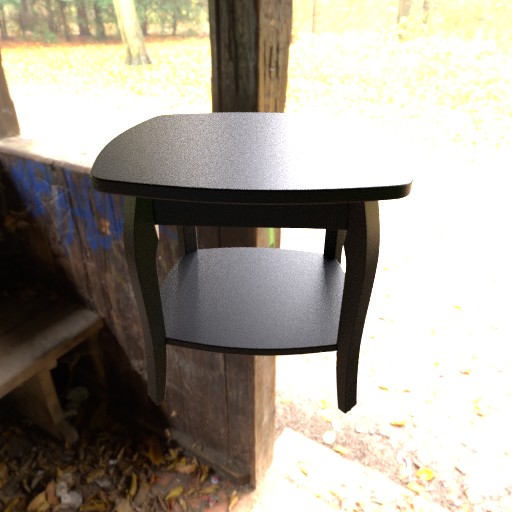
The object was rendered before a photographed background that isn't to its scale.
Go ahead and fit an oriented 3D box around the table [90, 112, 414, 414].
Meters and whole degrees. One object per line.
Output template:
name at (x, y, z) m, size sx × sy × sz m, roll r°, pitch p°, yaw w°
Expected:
table at (0.000, 0.000, 0.878) m, size 0.508 × 0.457 × 0.457 m, roll 2°, pitch 30°, yaw 3°
